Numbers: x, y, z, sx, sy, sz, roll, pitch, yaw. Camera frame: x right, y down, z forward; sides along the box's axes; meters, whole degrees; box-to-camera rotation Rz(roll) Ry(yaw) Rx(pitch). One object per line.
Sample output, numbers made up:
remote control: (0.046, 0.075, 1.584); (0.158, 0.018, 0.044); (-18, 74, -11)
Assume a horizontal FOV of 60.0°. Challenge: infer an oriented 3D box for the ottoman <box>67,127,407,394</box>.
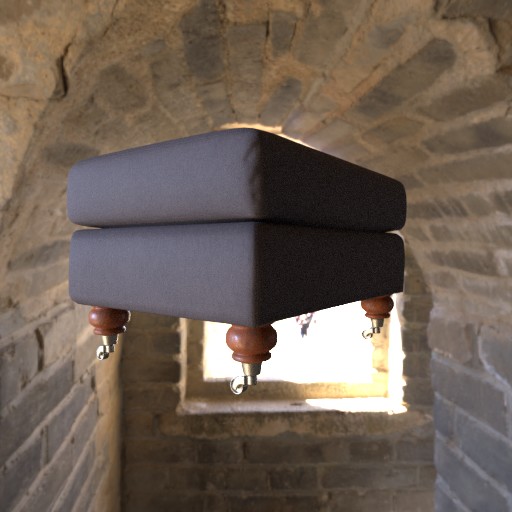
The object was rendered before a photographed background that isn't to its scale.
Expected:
ottoman: (0.000, 0.000, 1.164); (0.574, 0.497, 0.773); (1, 1, 36)
